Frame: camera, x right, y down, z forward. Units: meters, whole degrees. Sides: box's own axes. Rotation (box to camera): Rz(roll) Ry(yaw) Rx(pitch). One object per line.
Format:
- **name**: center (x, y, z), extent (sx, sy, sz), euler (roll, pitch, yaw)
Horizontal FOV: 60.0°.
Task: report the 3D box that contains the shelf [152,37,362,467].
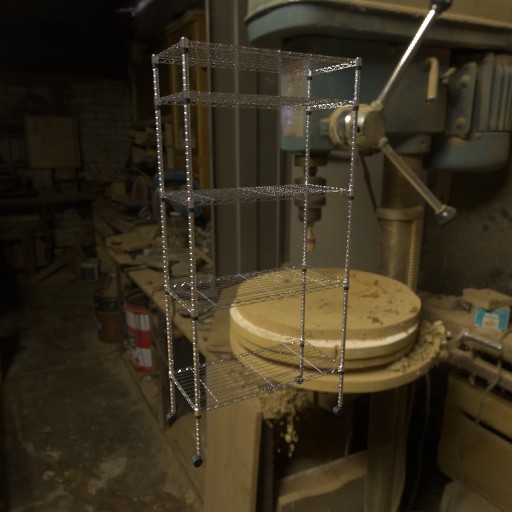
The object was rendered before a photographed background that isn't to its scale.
- **shelf**: center (0.000, 0.000, 1.904), extent (0.762, 1.587, 0.356), euler (-8, 16, -28)
